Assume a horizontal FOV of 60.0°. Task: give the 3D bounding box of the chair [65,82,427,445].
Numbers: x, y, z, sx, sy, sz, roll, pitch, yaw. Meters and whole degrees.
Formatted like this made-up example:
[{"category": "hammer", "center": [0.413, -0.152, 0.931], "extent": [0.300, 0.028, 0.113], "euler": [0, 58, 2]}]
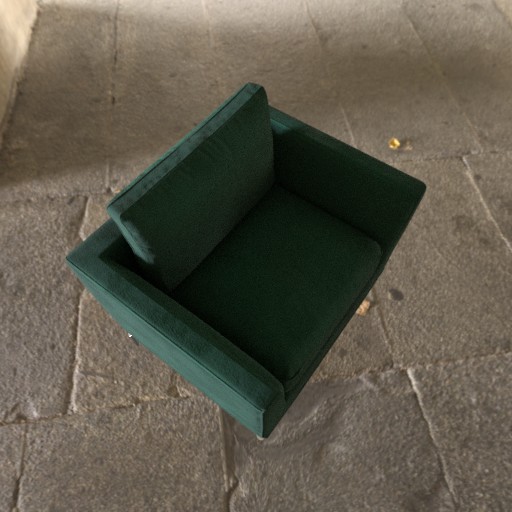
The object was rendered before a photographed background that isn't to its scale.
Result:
[{"category": "chair", "center": [0.000, 0.000, 1.782], "extent": [0.852, 0.997, 1.047], "euler": [33, 64, 18]}]
